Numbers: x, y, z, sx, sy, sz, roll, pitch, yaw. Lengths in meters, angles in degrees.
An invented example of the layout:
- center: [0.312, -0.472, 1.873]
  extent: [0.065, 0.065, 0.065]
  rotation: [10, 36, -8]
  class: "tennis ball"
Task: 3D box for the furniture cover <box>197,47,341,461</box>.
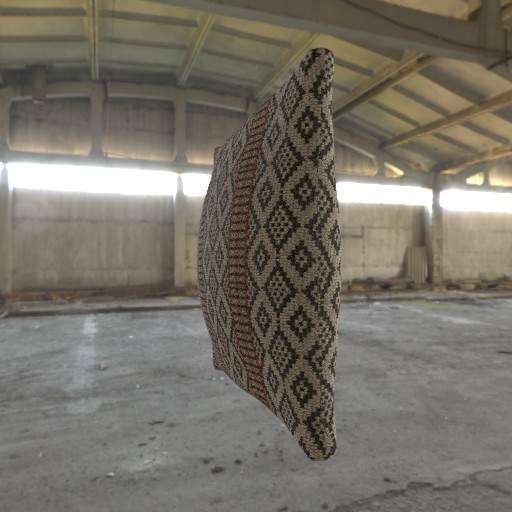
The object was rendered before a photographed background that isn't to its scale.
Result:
- center: [0.000, 0.000, 0.773]
  extent: [0.182, 0.506, 0.503]
  rotation: [0, -1, -20]
  class: "furniture cover"
